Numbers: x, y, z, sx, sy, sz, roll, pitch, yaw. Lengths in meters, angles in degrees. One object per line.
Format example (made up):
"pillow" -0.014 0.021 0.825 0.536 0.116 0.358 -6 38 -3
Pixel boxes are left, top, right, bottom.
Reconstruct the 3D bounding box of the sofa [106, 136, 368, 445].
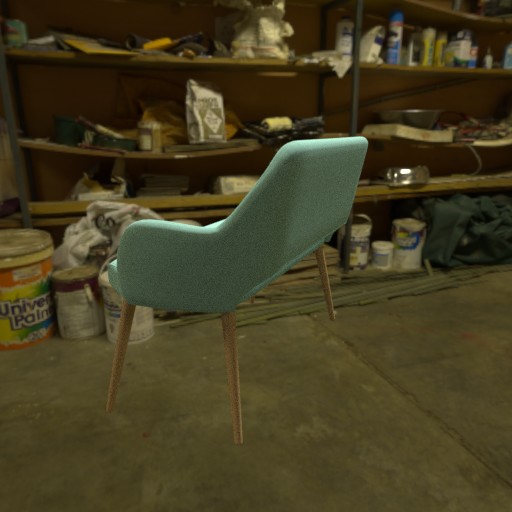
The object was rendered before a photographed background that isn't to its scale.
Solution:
"sofa" 0.000 0.000 1.625 0.610 0.840 1.150 8 18 25
